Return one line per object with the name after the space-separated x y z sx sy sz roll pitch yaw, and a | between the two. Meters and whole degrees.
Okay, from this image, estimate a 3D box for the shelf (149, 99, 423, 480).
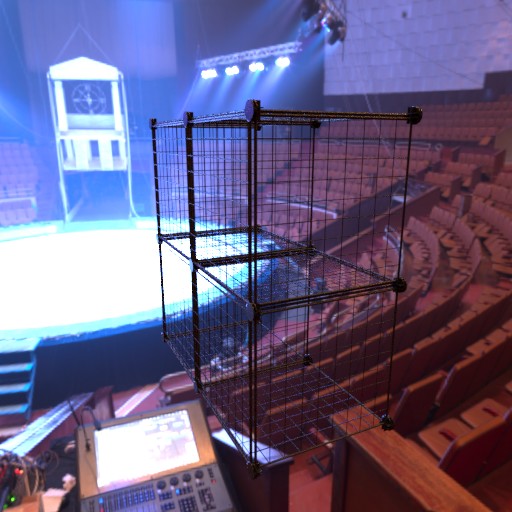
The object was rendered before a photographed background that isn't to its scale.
0.000 0.000 1.159 0.356 0.711 0.711 -7 16 -25 | shelf
